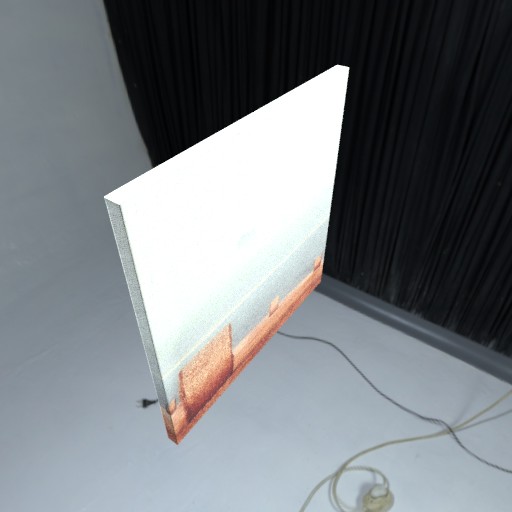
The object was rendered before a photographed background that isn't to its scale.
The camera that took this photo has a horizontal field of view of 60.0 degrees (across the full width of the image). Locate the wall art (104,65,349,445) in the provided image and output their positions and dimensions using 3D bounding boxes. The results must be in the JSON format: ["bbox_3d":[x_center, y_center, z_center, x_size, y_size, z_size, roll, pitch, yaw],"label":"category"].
[{"bbox_3d":[0.000,0.000,1.158,0.042,0.760,0.760,25,47,26],"label":"wall art"}]
